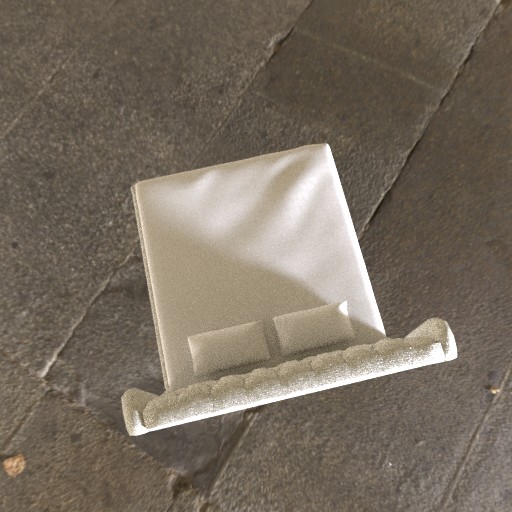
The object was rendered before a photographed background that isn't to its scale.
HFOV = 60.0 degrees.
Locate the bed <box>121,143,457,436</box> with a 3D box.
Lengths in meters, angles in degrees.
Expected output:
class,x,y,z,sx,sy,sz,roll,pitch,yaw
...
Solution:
class,x,y,z,sx,sy,sz,roll,pitch,yaw
bed,0.000,0.000,3.897,2.219,1.771,2.347,-12,76,-3
